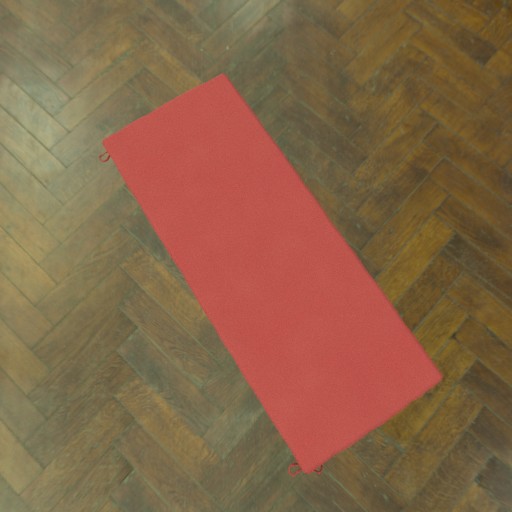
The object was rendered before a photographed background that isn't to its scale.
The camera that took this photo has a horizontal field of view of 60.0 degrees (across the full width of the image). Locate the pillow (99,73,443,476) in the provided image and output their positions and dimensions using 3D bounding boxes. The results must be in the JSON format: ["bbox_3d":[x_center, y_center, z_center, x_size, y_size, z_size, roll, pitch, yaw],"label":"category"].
[{"bbox_3d":[0.000,0.000,1.314,0.492,0.081,1.187,-32,78,-8],"label":"pillow"}]
